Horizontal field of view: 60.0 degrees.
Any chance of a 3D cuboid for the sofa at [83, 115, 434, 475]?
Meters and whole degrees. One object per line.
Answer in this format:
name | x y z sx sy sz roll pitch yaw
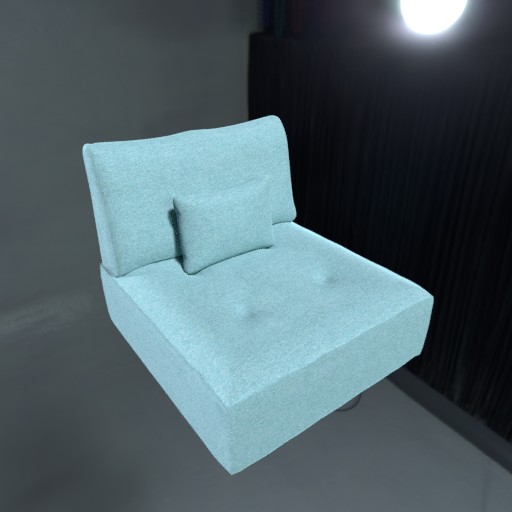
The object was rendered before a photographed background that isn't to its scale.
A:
sofa | 0.000 0.000 1.714 0.930 0.820 1.000 -20 34 -32
